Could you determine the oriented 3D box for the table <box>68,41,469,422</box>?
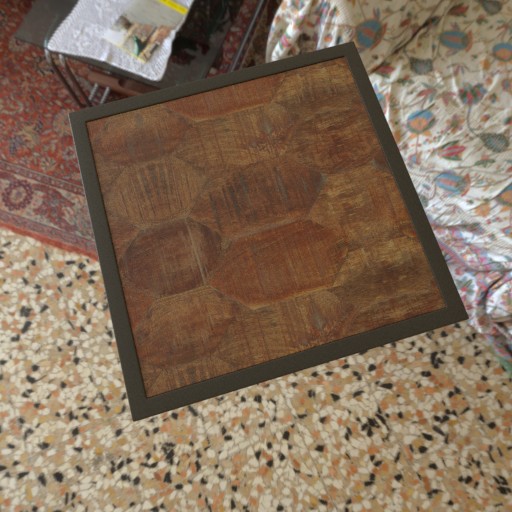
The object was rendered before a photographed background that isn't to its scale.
[{"bbox_3d":[0.000,0.000,0.959,0.500,0.565,0.500,-16,76,-4],"label":"table"}]
